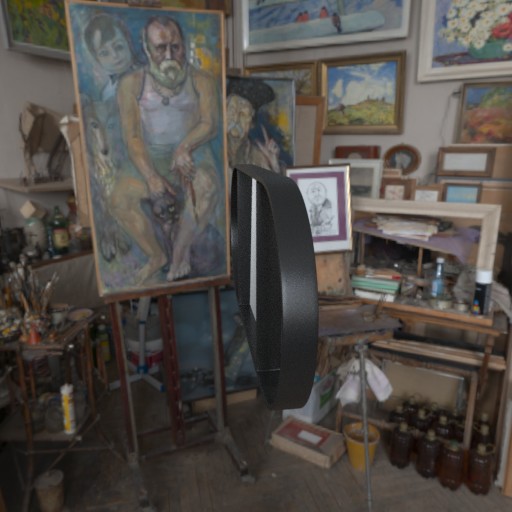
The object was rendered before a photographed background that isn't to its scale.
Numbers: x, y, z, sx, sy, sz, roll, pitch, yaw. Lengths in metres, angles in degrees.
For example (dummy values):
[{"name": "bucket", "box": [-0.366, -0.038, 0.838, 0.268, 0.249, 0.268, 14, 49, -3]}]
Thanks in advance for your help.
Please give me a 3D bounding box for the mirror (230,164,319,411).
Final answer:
[{"name": "mirror", "box": [0.000, 0.000, 0.660, 0.032, 0.254, 0.584, -2, 14, -7]}]
